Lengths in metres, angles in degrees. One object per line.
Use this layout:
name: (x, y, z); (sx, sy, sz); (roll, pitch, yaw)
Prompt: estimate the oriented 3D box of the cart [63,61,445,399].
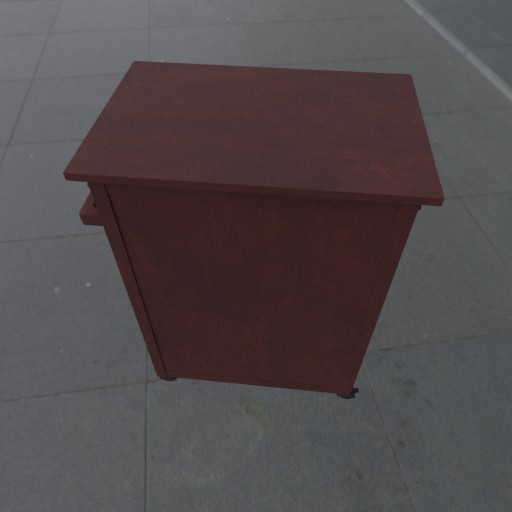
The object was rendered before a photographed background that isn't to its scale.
cart: (0.000, 0.000, 1.236); (0.683, 0.864, 0.442); (5, 48, 4)
